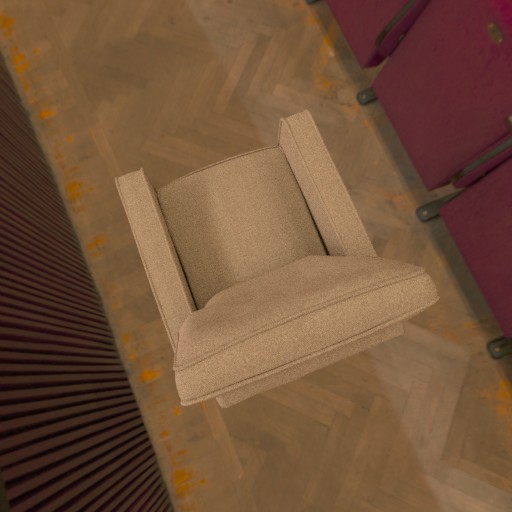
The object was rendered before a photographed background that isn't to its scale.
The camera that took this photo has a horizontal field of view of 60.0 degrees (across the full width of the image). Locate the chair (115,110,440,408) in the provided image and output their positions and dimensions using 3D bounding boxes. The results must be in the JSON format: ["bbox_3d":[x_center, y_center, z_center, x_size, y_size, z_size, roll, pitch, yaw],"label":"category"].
[{"bbox_3d":[0.000,0.000,1.389,0.648,0.888,0.754,-21,76,-5],"label":"chair"}]
